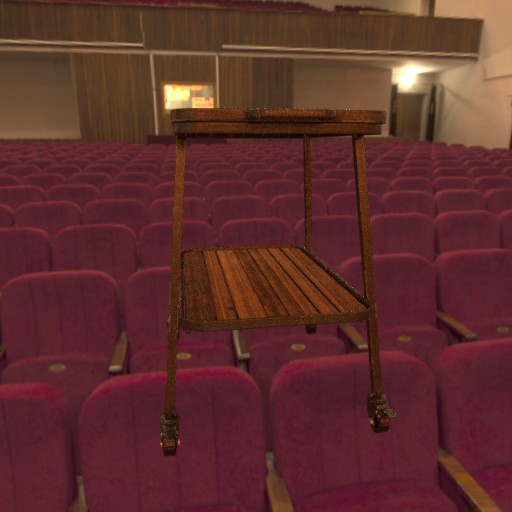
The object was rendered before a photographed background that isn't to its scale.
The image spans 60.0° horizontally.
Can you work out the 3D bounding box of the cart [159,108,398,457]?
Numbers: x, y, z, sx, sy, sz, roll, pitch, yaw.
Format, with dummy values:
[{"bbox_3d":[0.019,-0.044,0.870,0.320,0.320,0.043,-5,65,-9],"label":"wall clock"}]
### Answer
[{"bbox_3d":[0.000,0.000,1.188,0.515,0.700,0.806,-2,14,-9],"label":"cart"}]
